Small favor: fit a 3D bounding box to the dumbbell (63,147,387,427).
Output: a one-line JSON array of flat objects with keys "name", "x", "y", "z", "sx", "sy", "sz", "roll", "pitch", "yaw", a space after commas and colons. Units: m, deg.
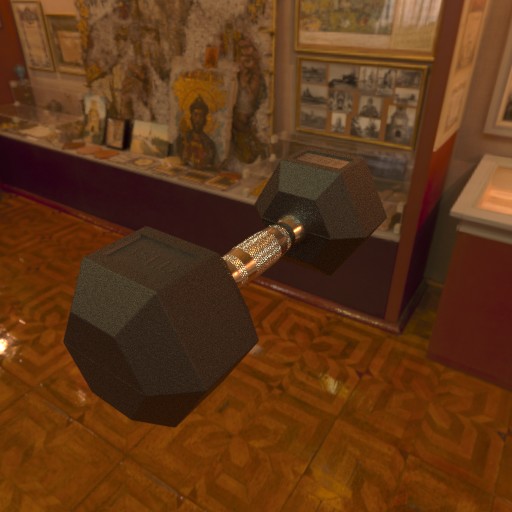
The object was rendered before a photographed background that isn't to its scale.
[{"name": "dumbbell", "x": 0.000, "y": 0.000, "z": 0.421, "sx": 0.141, "sy": 0.123, "sz": 0.356, "roll": 20, "pitch": 36, "yaw": 30}]
